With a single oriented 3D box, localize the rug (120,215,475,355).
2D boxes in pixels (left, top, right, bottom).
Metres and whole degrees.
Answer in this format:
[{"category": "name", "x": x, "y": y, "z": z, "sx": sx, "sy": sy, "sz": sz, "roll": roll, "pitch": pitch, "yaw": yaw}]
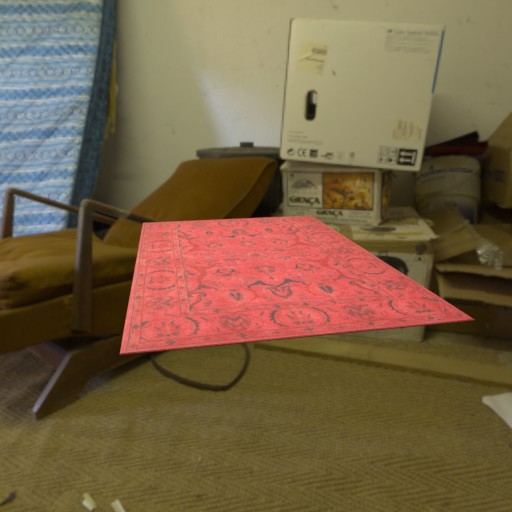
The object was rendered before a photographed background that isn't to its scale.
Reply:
[{"category": "rug", "x": 0.000, "y": 0.000, "z": 2.299, "sx": 1.209, "sy": 0.008, "sz": 1.814, "roll": -3, "pitch": 17, "yaw": -11}]
